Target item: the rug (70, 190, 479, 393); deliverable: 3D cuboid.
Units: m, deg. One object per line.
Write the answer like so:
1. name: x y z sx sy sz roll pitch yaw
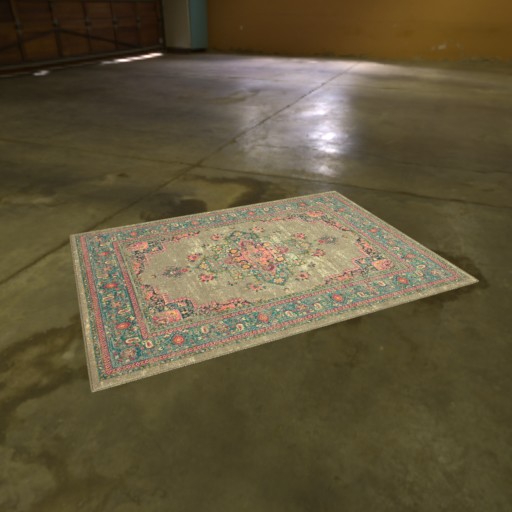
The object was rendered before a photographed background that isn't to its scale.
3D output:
1. rug: 0.000 0.000 2.903 2.214 0.013 1.609 -12 32 -20
